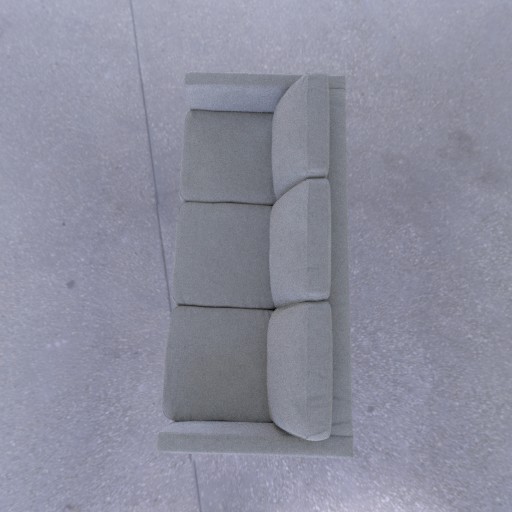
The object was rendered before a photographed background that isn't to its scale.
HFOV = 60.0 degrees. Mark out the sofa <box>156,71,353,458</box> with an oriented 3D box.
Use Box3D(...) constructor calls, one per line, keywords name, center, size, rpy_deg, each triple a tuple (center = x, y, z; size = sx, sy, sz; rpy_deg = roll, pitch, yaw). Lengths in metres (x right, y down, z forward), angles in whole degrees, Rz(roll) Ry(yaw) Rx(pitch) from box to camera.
Box3D(name="sofa", center=(0.000, 0.000, 2.479), size=(0.944, 0.918, 1.983), rpy_deg=(2, 76, 0))
